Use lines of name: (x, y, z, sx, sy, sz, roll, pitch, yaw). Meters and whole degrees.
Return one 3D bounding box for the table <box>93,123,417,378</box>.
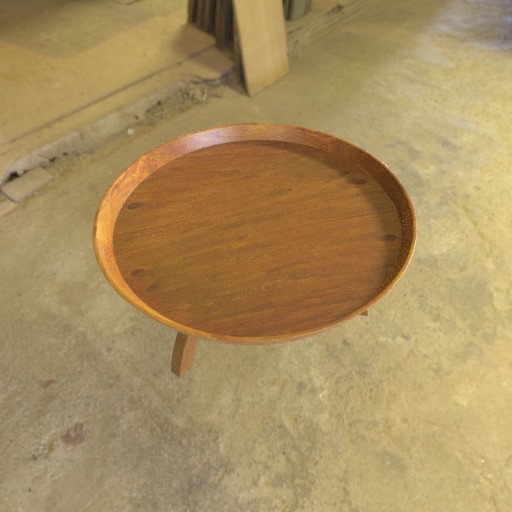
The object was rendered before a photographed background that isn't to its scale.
table: (0.000, 0.000, 1.580, 1.016, 0.470, 1.016, 0, 47, 0)
